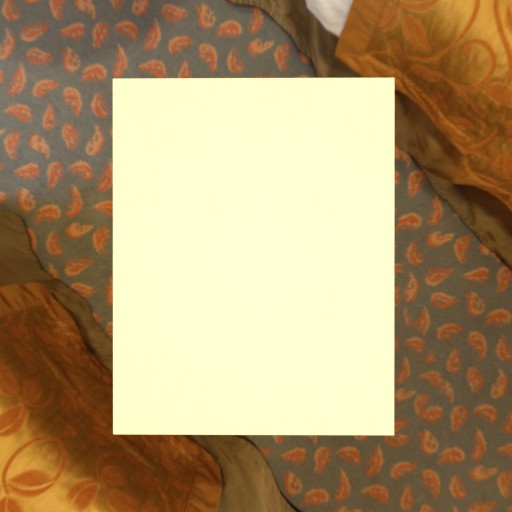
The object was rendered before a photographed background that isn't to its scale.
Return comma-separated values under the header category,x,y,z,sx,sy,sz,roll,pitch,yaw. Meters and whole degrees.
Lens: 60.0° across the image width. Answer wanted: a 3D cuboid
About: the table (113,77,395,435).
category,x,y,z,sx,sy,sz,roll,pitch,yaw
table,0.000,0.000,0.913,0.381,0.635,0.480,0,90,0
